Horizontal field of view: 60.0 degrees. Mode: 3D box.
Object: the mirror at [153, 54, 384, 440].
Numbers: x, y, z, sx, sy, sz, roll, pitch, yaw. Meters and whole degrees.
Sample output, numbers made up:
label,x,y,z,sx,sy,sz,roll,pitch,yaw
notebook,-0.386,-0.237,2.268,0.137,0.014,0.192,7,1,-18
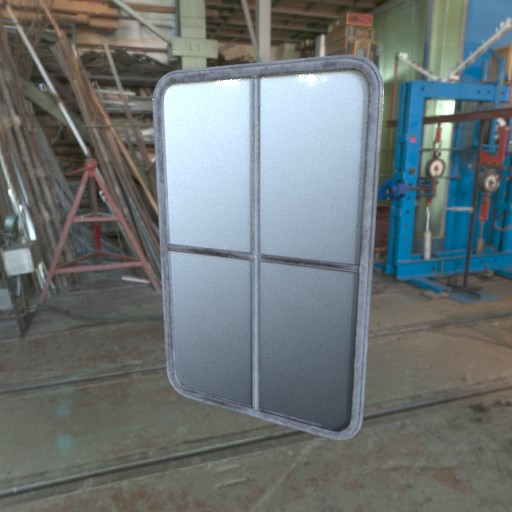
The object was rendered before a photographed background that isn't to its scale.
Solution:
label,x,y,z,sx,sy,sz,roll,pitch,yaw
mirror,0.000,0.000,0.881,0.461,0.713,0.024,6,15,25
